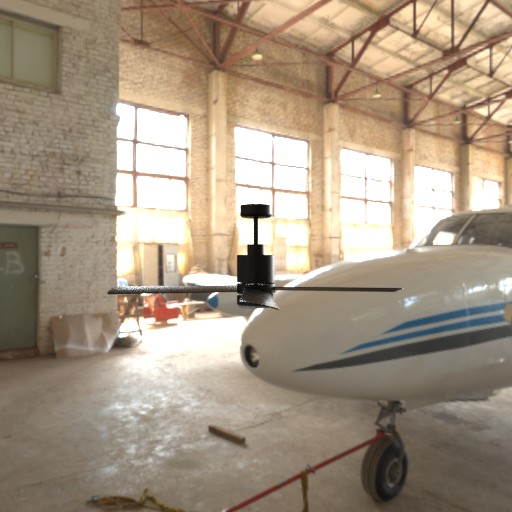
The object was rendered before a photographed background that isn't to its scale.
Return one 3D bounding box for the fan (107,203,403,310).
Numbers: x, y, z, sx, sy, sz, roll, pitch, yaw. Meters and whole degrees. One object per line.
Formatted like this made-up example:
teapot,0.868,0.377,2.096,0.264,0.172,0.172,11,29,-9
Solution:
fan,0.000,0.000,2.338,1.525,0.534,1.525,0,0,0
